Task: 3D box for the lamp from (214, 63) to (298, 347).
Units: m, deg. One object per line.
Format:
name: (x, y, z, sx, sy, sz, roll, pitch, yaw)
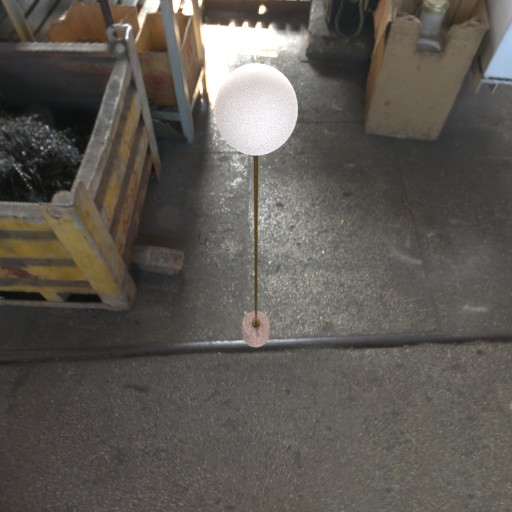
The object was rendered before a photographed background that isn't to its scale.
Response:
lamp: (0.000, 0.000, 1.854, 0.229, 1.748, 0.229, -31, 63, -18)
